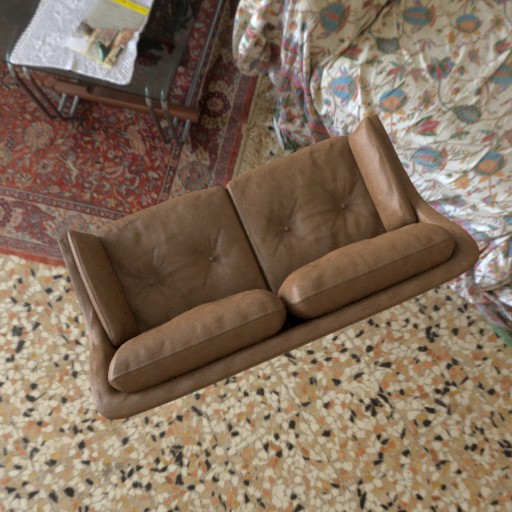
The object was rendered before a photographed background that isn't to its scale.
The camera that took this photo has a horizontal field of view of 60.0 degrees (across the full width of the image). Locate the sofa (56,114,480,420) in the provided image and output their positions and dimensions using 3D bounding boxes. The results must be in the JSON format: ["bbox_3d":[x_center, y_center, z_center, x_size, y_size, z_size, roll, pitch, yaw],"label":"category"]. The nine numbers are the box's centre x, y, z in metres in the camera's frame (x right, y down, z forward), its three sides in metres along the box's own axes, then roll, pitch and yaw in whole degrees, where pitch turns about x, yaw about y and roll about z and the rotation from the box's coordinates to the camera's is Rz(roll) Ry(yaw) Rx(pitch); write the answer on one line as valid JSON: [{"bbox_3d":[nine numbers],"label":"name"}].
[{"bbox_3d":[0.000,0.000,2.206,1.731,0.886,0.981,-22,77,-5],"label":"sofa"}]
